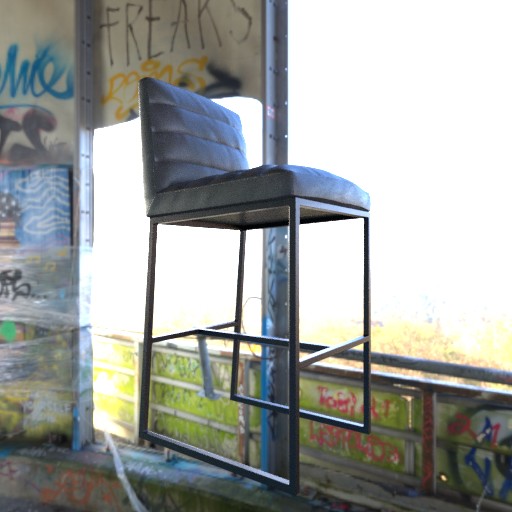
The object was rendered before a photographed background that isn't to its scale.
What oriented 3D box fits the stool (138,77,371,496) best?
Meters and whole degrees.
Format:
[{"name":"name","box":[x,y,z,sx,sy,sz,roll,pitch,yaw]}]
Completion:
[{"name":"stool","box":[0.000,0.000,1.319,0.562,1.065,0.463,0,0,36]}]
